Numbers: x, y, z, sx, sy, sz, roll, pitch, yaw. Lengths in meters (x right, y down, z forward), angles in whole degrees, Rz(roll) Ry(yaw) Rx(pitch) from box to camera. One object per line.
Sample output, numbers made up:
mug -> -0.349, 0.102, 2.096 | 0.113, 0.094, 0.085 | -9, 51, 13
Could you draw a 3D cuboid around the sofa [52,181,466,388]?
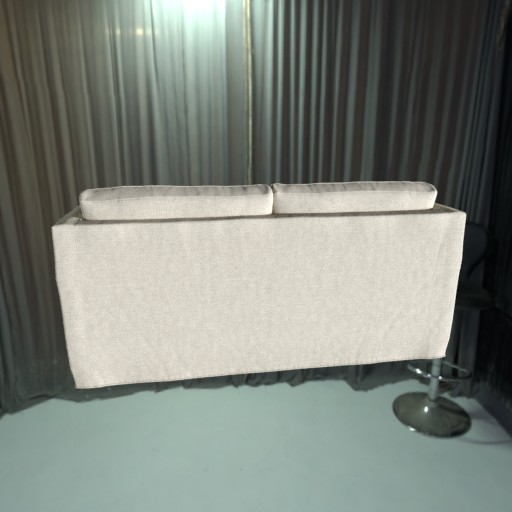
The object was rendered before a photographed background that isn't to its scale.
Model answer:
sofa -> 0.000, 0.000, 2.331 | 1.766, 0.828, 0.956 | -3, 16, -9
